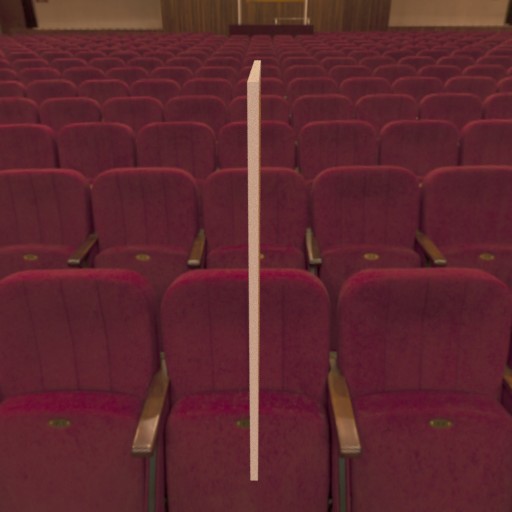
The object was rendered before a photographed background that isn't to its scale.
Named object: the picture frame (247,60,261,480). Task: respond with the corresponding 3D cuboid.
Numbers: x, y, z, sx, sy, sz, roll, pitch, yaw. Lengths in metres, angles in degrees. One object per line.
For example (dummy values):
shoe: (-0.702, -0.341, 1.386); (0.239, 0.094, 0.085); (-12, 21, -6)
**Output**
picture frame: (0.000, 0.000, 0.840); (0.013, 0.657, 0.457); (0, 26, 1)
